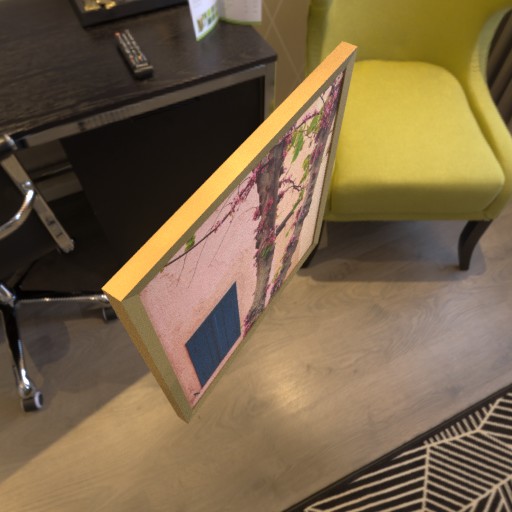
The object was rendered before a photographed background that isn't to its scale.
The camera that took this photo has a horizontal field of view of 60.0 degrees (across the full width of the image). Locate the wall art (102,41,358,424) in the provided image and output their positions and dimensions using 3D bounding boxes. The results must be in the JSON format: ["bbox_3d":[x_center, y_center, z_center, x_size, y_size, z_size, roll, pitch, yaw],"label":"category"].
[{"bbox_3d":[0.000,0.000,1.136,0.038,0.762,0.762,29,61,18],"label":"wall art"}]
